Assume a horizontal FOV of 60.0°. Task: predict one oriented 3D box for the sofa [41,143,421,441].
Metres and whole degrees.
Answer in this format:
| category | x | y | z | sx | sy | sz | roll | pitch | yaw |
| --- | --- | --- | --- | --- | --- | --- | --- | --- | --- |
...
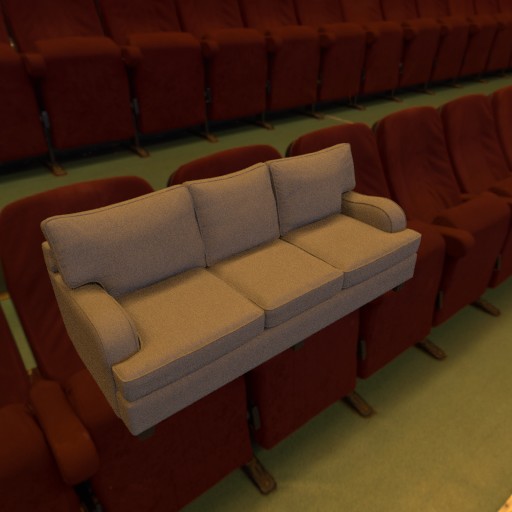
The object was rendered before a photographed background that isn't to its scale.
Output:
| category | x | y | z | sx | sy | sz | roll | pitch | yaw |
| --- | --- | --- | --- | --- | --- | --- | --- | --- | --- |
| sofa | 0.000 | 0.000 | 2.893 | 2.323 | 0.991 | 1.016 | -22 | 37 | -33 |
